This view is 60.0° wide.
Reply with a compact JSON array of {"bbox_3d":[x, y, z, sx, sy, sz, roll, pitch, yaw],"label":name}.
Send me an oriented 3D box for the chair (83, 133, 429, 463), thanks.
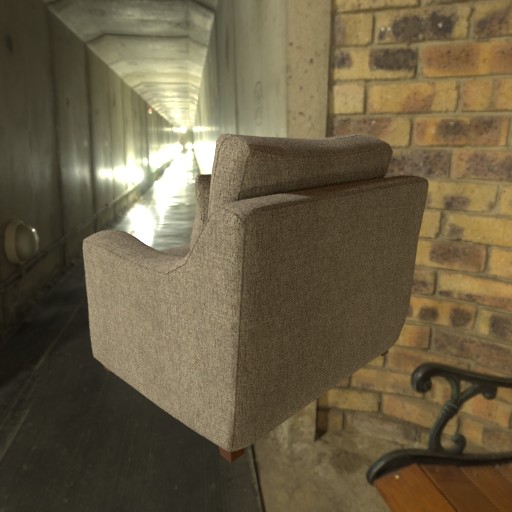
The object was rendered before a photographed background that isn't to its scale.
[{"bbox_3d":[0.000,0.000,1.930,1.009,1.037,1.138,15,22,42],"label":"chair"}]
